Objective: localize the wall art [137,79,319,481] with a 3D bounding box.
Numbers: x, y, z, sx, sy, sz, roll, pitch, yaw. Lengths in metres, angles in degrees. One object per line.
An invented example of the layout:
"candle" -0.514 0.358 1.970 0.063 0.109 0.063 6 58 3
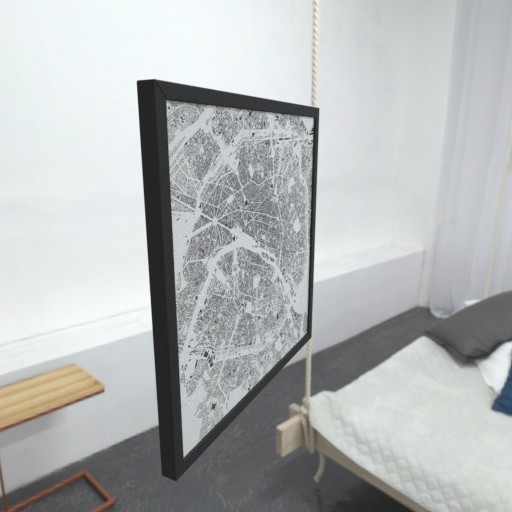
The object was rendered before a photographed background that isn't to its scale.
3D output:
"wall art" 0.000 0.000 1.134 0.037 0.763 0.763 8 17 27
